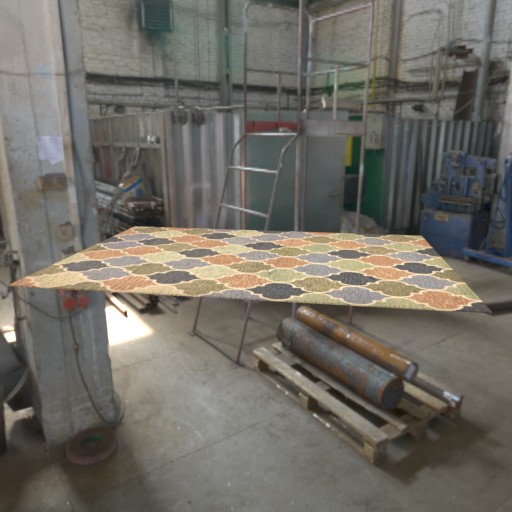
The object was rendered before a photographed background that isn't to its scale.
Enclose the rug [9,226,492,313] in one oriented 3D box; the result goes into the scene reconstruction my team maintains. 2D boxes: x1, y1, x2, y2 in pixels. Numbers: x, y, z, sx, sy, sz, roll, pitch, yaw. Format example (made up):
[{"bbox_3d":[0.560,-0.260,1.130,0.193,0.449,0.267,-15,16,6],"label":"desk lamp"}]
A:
[{"bbox_3d":[0.000,0.000,2.232,1.828,0.006,1.216,2,15,9],"label":"rug"}]
